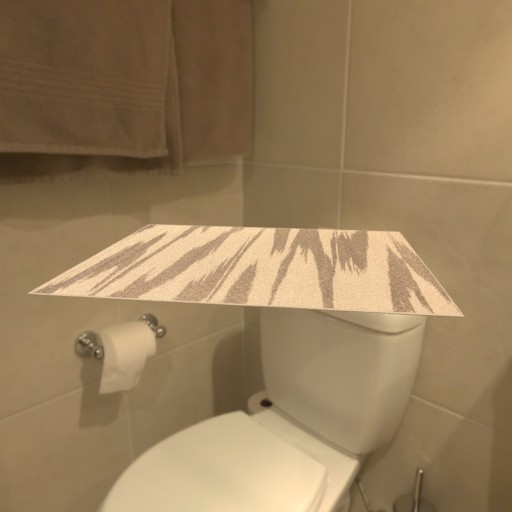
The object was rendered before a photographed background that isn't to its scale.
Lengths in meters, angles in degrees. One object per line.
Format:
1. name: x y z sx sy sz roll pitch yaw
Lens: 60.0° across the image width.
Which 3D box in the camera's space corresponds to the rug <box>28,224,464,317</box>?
1. rug: 0.000 0.000 4.056 2.945 0.014 2.353 2 16 8
